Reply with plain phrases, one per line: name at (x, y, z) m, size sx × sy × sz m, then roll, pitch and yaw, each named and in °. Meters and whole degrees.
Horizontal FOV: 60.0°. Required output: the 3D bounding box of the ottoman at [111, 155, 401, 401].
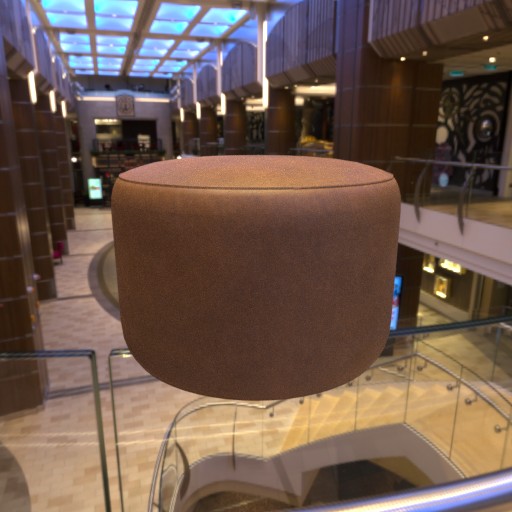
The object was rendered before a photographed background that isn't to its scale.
ottoman at (0.000, 0.000, 1.006) m, size 0.607 × 0.438 × 0.607 m, roll 0°, pitch 15°, yaw 0°
